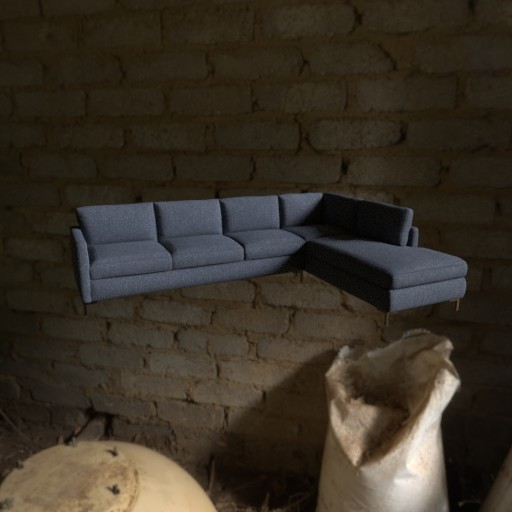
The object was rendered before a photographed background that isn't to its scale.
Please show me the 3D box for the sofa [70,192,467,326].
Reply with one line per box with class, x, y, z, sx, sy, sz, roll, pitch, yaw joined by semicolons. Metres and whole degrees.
sofa;0.000;0.000;3.894;2.949;0.815;2.007;-7;17;-24
